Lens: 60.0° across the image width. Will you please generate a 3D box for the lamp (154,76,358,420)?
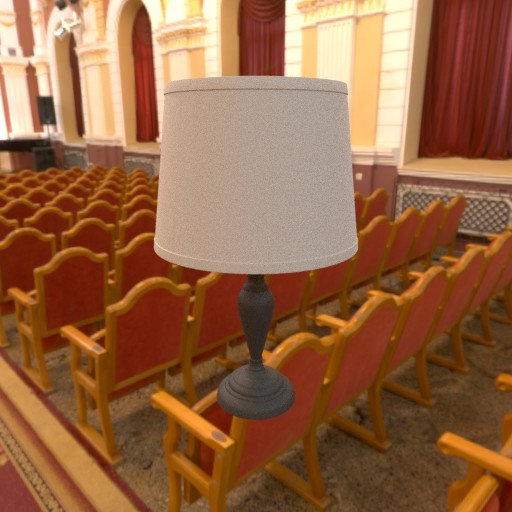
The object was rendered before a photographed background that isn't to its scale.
[{"bbox_3d":[0.000,0.000,0.696,0.310,0.501,0.310,0,16,0],"label":"lamp"}]
